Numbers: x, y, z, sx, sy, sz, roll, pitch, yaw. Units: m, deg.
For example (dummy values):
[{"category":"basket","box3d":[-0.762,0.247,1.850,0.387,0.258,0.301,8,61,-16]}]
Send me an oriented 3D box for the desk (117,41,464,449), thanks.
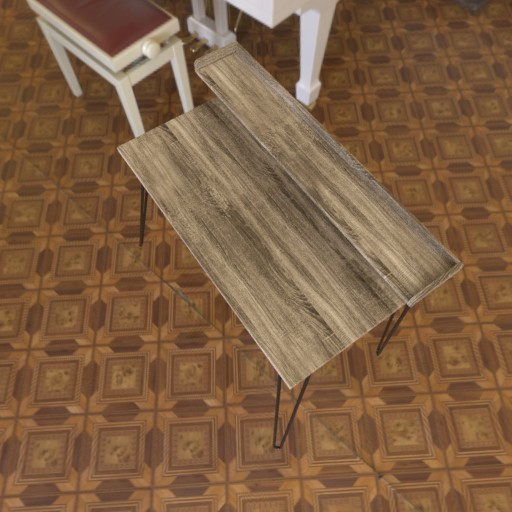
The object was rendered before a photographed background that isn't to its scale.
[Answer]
[{"category":"desk","box3d":[0.000,0.000,1.628,0.605,0.899,1.135,-32,68,-15]}]
